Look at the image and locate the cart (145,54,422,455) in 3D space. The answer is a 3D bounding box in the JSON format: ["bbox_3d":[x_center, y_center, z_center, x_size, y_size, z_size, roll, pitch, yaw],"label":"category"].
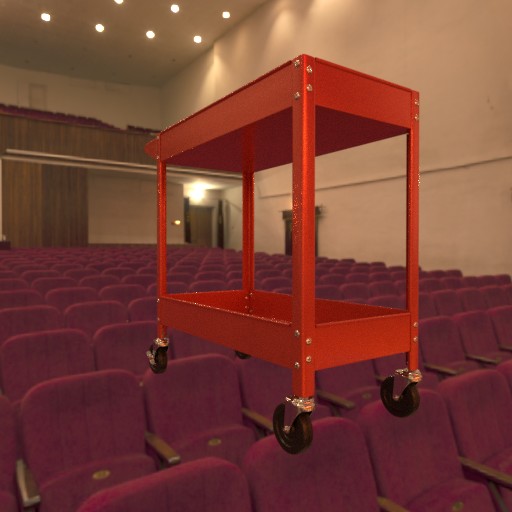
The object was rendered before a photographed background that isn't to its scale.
[{"bbox_3d":[0.000,0.000,1.181,0.366,0.719,0.779,0,1,-35],"label":"cart"}]
